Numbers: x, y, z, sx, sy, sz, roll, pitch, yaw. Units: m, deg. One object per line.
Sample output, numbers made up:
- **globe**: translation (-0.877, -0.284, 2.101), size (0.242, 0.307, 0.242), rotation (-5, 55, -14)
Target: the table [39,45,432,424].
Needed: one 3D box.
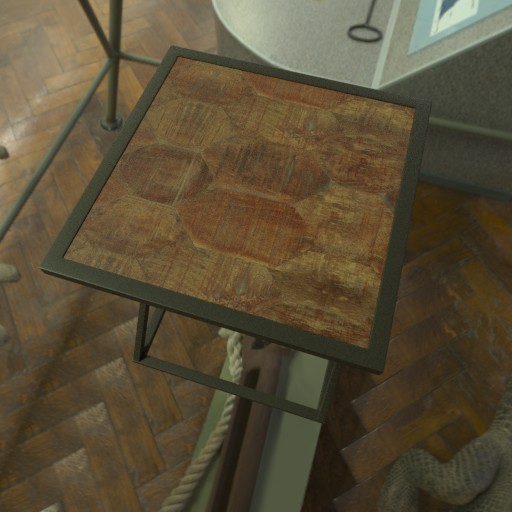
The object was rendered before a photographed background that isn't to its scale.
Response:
- **table**: translation (0.000, 0.000, 0.963), size (0.500, 0.565, 0.500), rotation (16, 64, 8)
